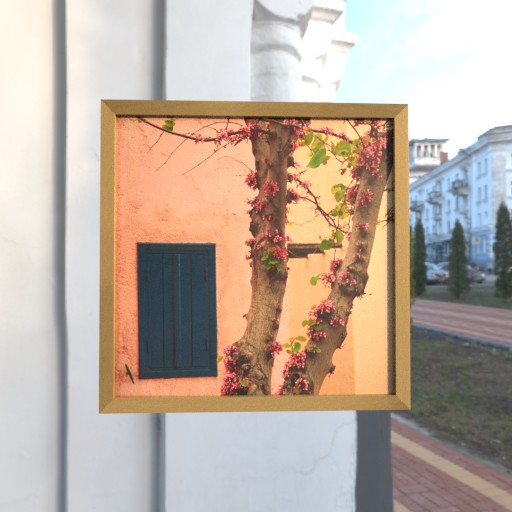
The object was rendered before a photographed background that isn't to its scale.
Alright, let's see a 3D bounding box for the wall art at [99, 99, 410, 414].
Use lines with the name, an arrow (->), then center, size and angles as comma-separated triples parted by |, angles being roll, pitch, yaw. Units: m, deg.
wall art -> 0.000, 0.000, 0.454 | 0.304, 0.305, 0.038 | 0, -1, -2
